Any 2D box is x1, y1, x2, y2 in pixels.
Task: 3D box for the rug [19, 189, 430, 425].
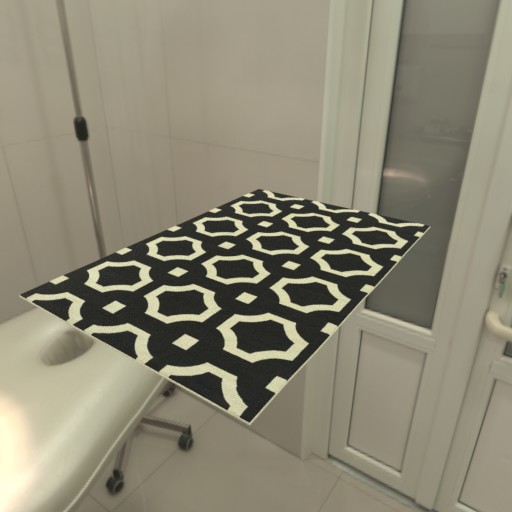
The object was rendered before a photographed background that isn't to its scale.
[{"bbox_3d":[0.000,0.000,2.849,1.555,0.016,2.286,17,31,31],"label":"rug"}]
